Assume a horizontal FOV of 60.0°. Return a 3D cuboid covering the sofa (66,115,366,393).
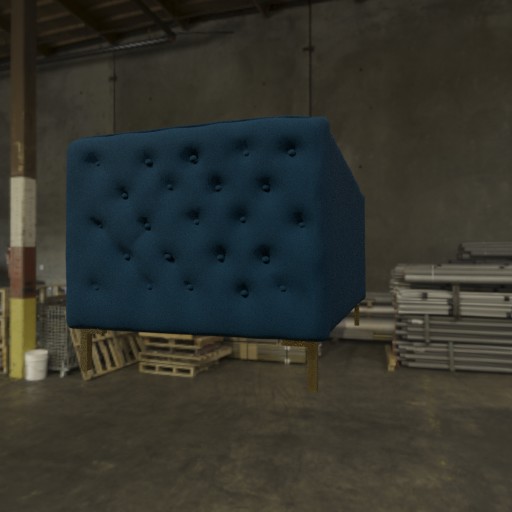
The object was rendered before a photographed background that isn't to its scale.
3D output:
[{"bbox_3d":[0.000,0.000,2.081,0.909,0.810,1.583,0,-1,18],"label":"sofa"}]
